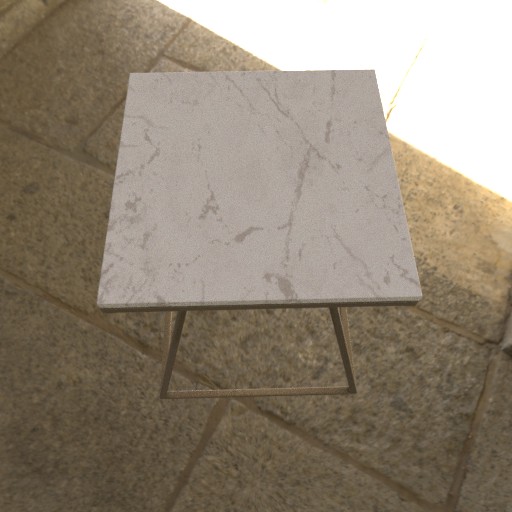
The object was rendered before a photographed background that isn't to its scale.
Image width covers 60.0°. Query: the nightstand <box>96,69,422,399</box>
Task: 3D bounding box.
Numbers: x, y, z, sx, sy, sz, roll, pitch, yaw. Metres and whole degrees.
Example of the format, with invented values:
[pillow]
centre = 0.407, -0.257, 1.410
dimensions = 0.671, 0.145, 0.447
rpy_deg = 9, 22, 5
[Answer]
[nightstand]
centre = 0.000, 0.000, 0.887
dimensions = 0.455, 0.554, 0.455
rpy_deg = -1, 63, -1
